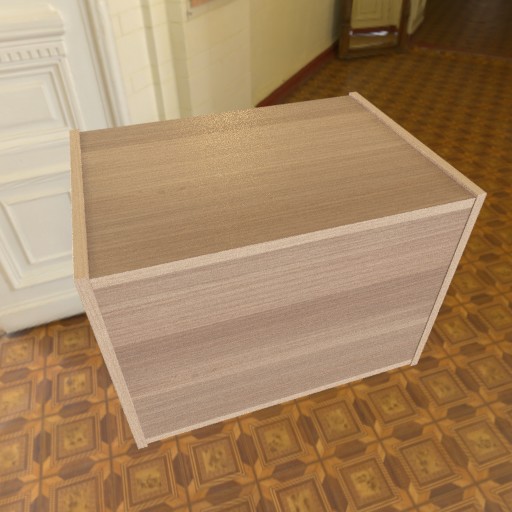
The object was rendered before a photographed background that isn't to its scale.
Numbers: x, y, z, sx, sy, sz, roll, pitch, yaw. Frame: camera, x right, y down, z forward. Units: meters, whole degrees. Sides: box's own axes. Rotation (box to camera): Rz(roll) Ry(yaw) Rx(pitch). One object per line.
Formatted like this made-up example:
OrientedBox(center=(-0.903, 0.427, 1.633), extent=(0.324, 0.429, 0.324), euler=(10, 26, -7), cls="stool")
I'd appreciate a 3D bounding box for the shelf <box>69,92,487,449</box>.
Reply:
OrientedBox(center=(0.000, 0.000, 0.620), extent=(0.415, 0.305, 0.290), euler=(-12, 43, -14), cls="shelf")
